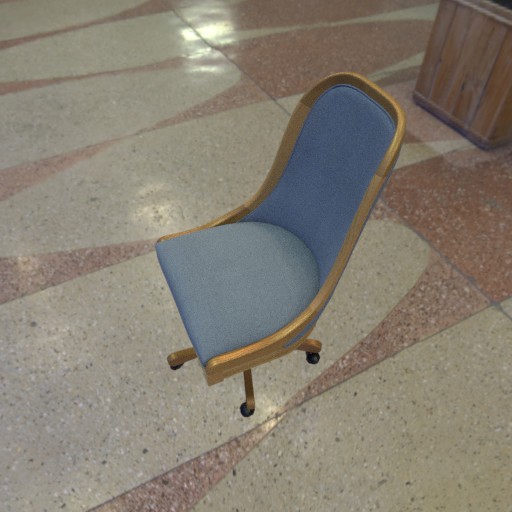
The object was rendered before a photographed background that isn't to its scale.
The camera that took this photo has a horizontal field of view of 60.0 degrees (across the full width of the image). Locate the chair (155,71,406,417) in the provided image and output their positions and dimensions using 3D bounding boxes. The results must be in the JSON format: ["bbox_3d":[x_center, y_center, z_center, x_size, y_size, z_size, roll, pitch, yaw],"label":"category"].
[{"bbox_3d":[0.000,0.000,1.475,0.735,1.031,0.605,-18,50,-16],"label":"chair"}]
